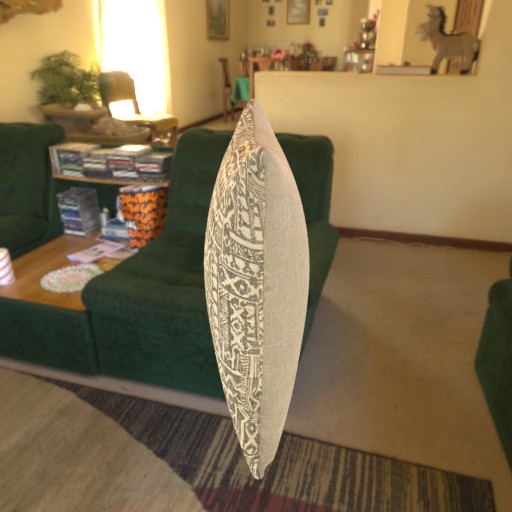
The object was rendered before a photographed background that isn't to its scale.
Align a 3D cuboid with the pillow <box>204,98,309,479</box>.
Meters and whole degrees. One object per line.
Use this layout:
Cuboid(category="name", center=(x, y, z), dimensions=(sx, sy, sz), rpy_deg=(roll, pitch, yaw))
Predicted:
Cuboid(category="pillow", center=(0.000, 0.000, 0.792), dimensions=(0.180, 0.487, 0.546), rpy_deg=(-1, 25, -1))
